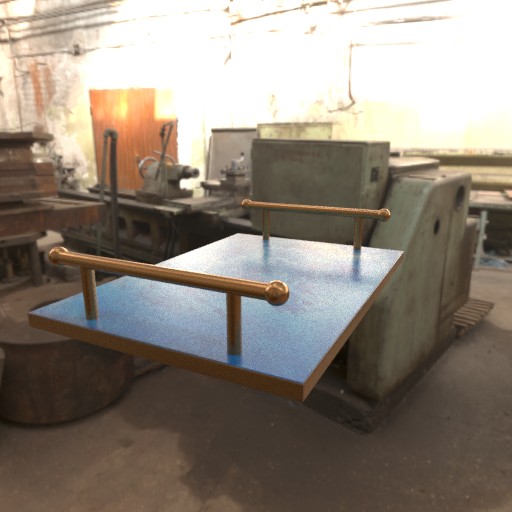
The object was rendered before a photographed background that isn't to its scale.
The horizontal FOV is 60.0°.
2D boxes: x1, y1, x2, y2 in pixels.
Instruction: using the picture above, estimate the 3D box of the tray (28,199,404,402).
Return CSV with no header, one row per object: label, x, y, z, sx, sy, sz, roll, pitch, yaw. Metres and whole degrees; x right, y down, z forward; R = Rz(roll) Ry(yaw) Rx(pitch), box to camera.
tray,0.000,0.000,0.574,0.304,0.084,0.444,7,17,26
